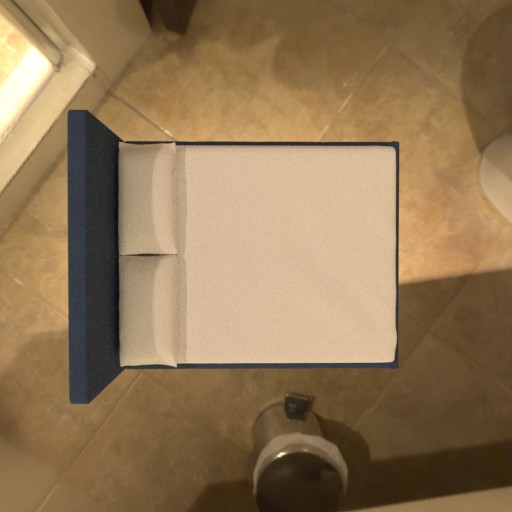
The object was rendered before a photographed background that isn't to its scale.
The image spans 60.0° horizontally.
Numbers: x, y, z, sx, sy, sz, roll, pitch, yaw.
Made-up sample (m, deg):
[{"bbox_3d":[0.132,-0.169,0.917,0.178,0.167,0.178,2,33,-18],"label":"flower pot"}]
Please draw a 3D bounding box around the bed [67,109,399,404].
[{"bbox_3d":[0.000,0.000,3.145,2.172,1.231,1.723,0,91,-1],"label":"bed"}]
